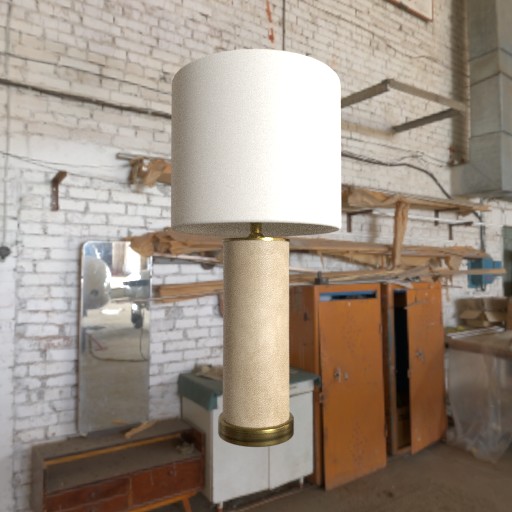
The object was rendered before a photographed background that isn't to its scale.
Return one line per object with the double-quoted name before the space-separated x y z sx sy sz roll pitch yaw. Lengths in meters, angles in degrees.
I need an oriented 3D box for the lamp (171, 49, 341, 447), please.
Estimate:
"lamp" 0.000 0.000 0.807 0.305 0.634 0.305 0 -2 1
